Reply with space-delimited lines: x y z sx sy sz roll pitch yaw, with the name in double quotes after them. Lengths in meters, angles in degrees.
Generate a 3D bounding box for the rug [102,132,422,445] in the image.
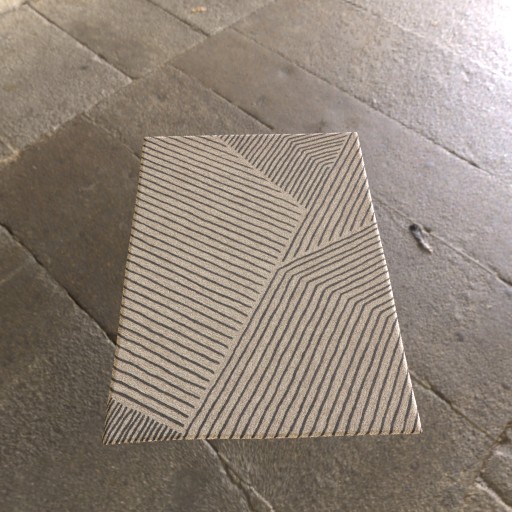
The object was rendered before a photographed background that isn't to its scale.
0.000 0.000 3.158 1.829 0.028 2.449 -2 58 -1 "rug"
